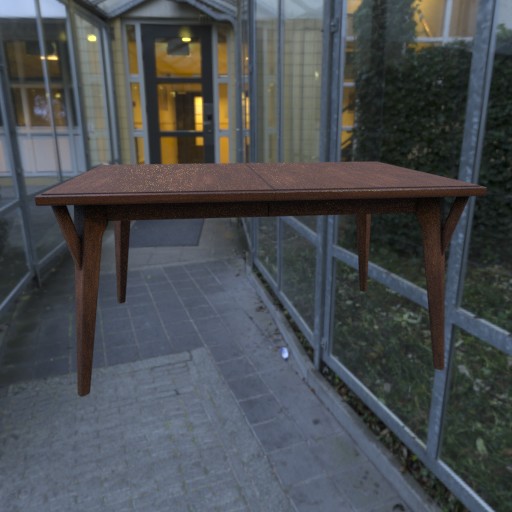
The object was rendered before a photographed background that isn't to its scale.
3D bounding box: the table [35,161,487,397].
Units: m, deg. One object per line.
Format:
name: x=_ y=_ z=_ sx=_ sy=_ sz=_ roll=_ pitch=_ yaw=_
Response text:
table: x=0.000 y=0.000 z=2.058 sx=1.524 sy=0.761 sz=0.990 roll=-2 pitch=17 yaw=-7
